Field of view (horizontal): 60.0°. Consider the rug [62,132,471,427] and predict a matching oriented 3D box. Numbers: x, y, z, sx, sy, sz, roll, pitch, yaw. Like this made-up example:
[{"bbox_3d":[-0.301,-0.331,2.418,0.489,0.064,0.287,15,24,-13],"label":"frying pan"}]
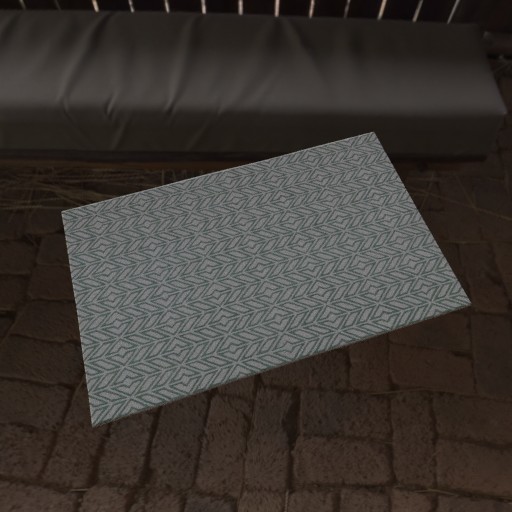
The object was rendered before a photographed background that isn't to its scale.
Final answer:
[{"bbox_3d":[0.000,0.000,3.011,2.435,0.011,1.517,-16,65,-8],"label":"rug"}]
